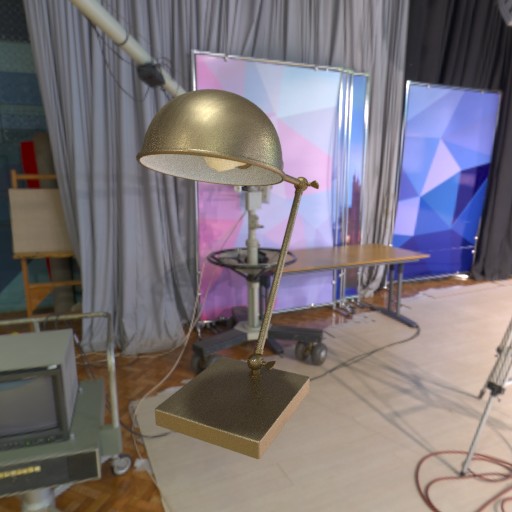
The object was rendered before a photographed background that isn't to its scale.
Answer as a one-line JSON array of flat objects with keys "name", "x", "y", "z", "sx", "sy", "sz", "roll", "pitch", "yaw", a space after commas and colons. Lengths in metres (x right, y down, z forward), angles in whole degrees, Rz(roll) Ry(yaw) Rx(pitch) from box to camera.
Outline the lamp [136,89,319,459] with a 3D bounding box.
[{"name": "lamp", "x": 0.000, "y": 0.000, "z": 0.556, "sx": 0.149, "sy": 0.371, "sz": 0.339, "roll": 7, "pitch": 15, "yaw": 26}]
